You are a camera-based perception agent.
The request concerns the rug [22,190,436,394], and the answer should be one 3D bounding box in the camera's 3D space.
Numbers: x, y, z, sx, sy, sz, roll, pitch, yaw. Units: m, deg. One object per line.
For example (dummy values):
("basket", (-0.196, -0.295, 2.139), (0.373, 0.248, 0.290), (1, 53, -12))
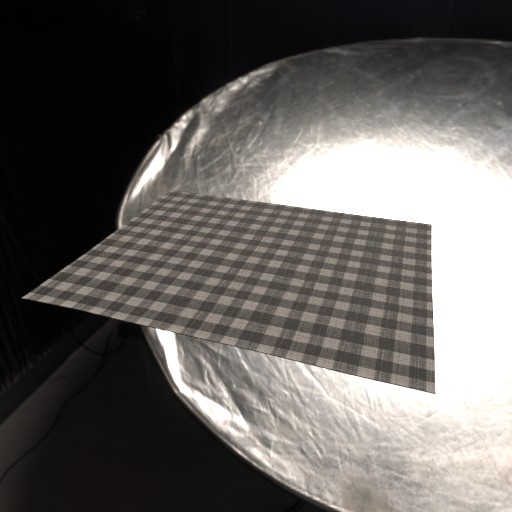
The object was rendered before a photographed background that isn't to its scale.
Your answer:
("rug", (0.000, 0.000, 3.993), (3.021, 0.013, 2.432), (9, 31, 16))
